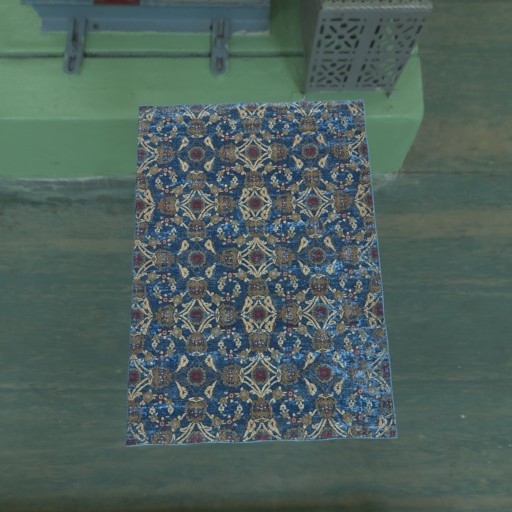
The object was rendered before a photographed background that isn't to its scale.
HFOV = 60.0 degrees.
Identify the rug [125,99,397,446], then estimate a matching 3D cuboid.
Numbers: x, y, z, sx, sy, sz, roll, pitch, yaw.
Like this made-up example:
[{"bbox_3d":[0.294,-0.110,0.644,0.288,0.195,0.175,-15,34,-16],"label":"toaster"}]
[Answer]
[{"bbox_3d":[0.000,0.000,4.201,2.337,0.013,3.291,-2,76,0],"label":"rug"}]
